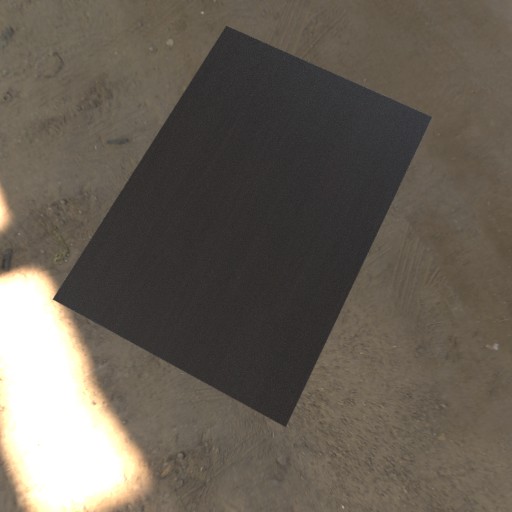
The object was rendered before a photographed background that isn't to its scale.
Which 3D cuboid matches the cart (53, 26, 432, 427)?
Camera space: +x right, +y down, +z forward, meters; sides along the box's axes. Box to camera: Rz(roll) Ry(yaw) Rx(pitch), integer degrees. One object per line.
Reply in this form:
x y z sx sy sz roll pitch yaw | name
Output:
0.000 0.000 1.243 0.456 0.879 0.660 27 77 6 | cart
